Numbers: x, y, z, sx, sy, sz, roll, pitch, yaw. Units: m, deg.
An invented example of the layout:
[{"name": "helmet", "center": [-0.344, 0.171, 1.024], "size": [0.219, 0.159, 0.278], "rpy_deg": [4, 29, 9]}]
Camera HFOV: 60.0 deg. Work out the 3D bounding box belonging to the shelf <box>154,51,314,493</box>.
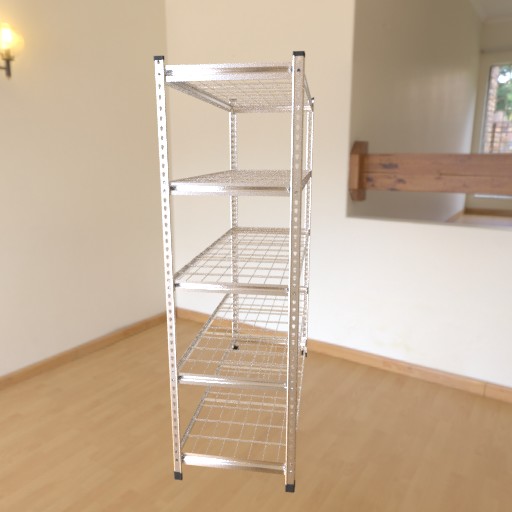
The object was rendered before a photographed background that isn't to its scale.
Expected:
[{"name": "shelf", "center": [0.000, 0.000, 2.696], "size": [0.610, 1.981, 1.524], "rpy_deg": [2, 13, 8]}]
